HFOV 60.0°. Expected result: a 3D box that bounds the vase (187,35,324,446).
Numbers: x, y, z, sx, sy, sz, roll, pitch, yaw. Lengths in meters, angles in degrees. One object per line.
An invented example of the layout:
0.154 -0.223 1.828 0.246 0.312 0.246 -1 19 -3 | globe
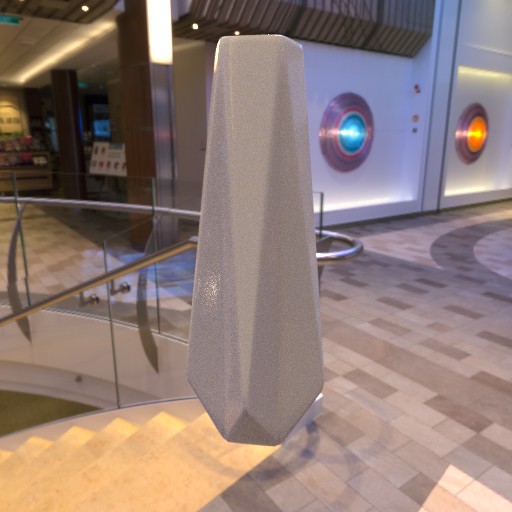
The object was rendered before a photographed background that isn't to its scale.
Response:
0.000 0.000 0.373 0.122 0.329 0.116 2 15 8 | vase
